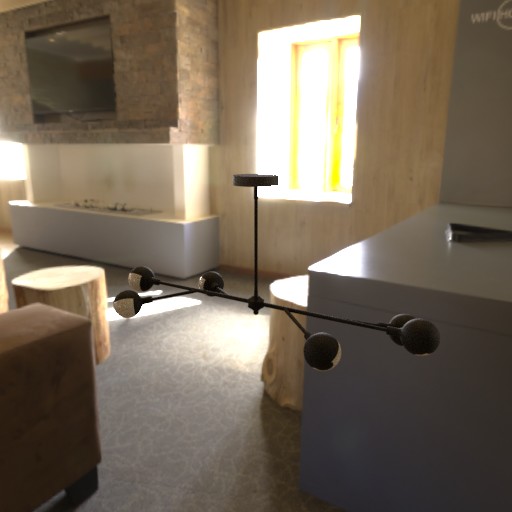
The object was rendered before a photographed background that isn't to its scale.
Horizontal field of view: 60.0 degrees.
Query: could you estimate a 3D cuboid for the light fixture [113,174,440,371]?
[{"bbox_3d":[0.000,0.000,1.007,0.434,0.362,0.778,-13,19,-41],"label":"light fixture"}]
